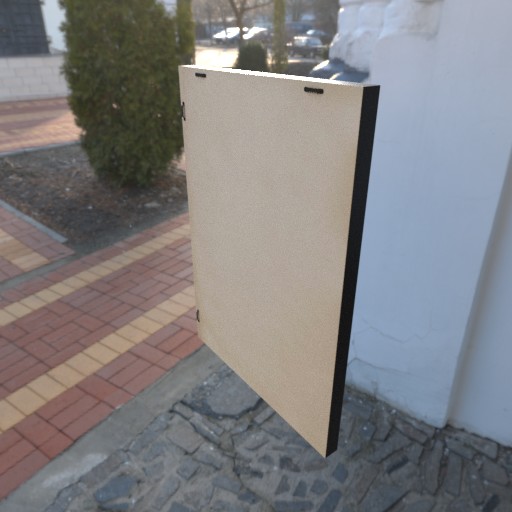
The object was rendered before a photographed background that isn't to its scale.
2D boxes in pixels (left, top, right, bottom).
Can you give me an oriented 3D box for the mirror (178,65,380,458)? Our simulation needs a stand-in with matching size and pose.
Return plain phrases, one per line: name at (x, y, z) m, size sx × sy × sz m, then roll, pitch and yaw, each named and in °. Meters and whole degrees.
mirror at (0.000, 0.000, 0.930) m, size 0.040 × 0.710 × 0.507 m, roll -19°, pitch 32°, yaw -33°
